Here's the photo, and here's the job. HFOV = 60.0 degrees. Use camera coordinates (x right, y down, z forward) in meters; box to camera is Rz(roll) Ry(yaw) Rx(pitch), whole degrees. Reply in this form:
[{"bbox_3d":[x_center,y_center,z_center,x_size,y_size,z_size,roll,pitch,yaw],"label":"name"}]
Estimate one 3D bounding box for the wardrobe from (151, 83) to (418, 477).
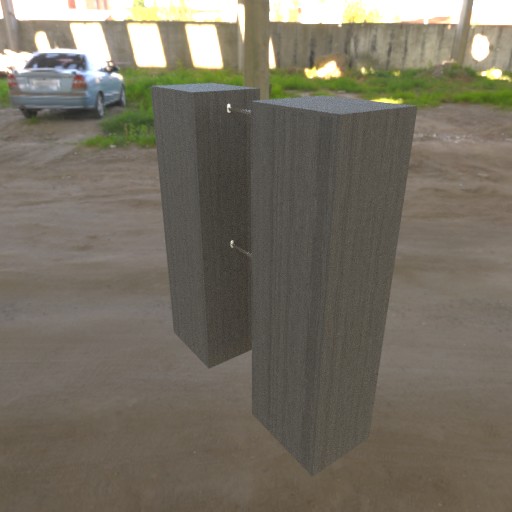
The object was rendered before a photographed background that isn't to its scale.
[{"bbox_3d":[0.000,0.000,2.900,0.480,2.000,1.770,-17,30,-32],"label":"wardrobe"}]
